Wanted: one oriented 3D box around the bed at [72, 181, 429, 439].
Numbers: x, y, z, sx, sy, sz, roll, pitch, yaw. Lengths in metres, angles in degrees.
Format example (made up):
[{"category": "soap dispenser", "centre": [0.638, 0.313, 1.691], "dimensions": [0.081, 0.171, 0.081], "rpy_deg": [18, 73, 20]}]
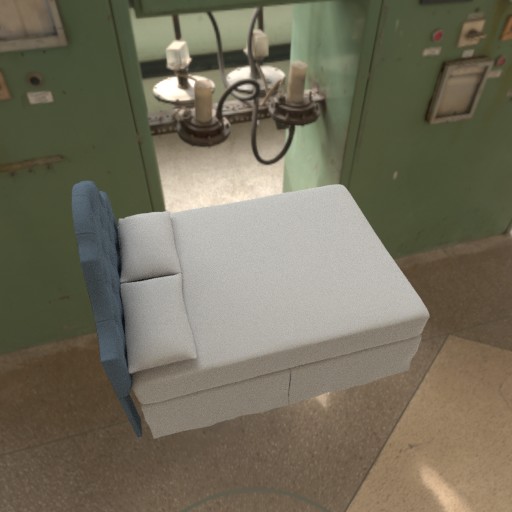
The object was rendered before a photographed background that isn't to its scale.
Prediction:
[{"category": "bed", "centre": [0.000, 0.000, 3.256], "dimensions": [2.155, 1.575, 1.636], "rpy_deg": [-11, 48, -11]}]
